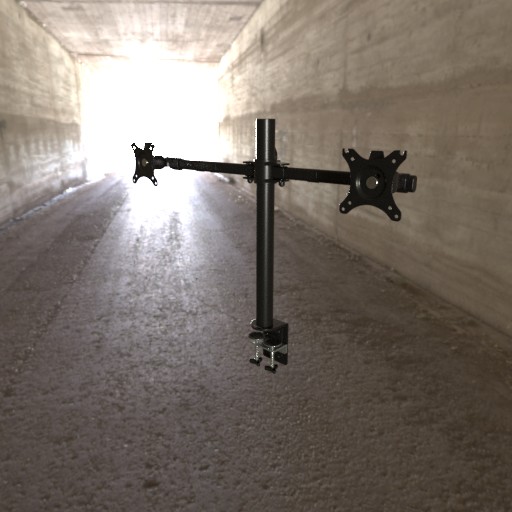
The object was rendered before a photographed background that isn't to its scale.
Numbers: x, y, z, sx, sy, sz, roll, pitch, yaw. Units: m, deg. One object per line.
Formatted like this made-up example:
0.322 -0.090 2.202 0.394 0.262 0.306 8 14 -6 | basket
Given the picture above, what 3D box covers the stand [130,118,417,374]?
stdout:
0.000 0.000 1.019 0.743 0.603 0.150 14 21 40 | stand
